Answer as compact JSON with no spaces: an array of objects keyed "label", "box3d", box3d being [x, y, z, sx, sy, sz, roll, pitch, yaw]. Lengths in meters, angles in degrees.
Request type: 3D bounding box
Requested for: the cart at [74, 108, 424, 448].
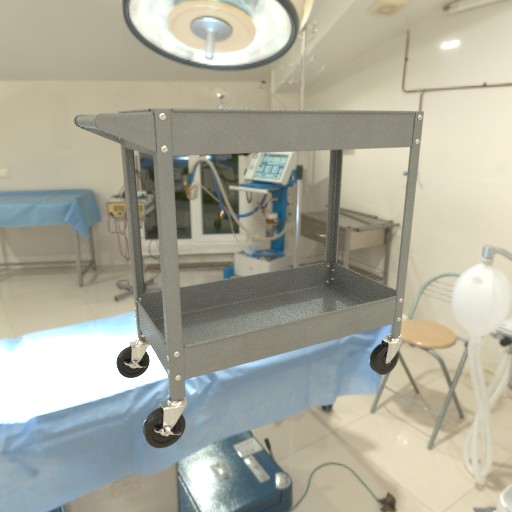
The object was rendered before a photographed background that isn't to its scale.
[{"label":"cart","box3d":[0.000,0.000,1.156,0.779,0.719,0.366,-9,19,-26]}]
